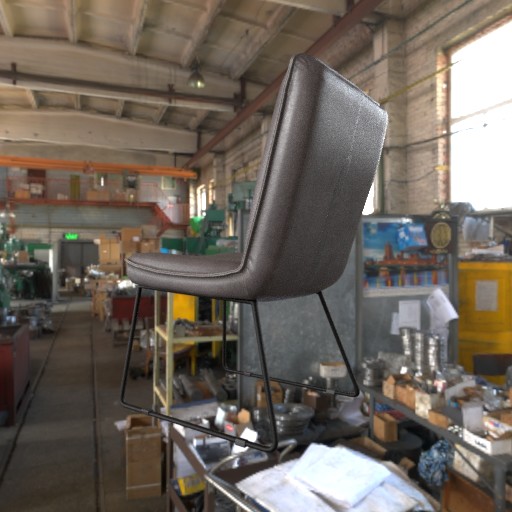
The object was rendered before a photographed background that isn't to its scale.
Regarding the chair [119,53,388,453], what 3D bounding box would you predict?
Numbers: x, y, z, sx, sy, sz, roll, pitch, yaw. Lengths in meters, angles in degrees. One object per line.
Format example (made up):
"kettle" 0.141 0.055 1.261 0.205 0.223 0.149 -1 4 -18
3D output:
"chair" 0.000 0.000 1.371 0.688 0.932 0.515 0 1 36
